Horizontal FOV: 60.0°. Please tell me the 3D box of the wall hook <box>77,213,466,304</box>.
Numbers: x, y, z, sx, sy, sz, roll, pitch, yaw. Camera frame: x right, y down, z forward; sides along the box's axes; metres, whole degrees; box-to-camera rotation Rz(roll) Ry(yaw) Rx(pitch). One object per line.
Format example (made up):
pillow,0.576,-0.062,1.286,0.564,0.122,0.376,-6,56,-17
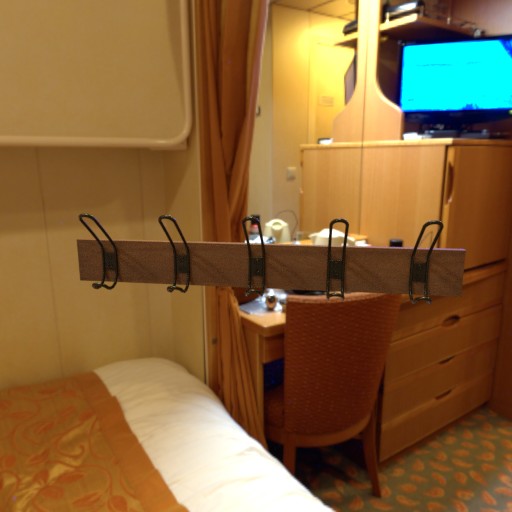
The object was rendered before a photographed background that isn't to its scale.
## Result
wall hook,0.000,0.000,0.602,0.554,0.116,0.076,2,13,8
